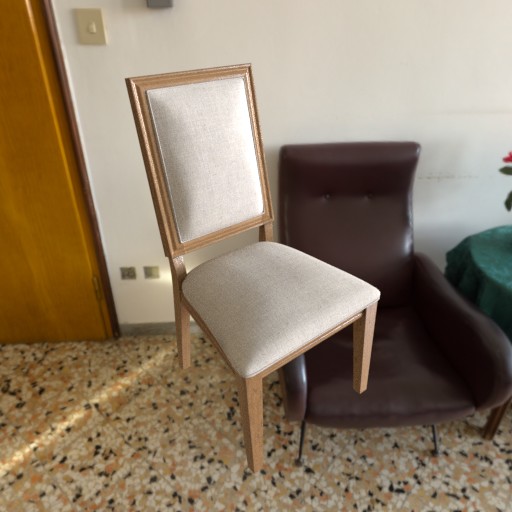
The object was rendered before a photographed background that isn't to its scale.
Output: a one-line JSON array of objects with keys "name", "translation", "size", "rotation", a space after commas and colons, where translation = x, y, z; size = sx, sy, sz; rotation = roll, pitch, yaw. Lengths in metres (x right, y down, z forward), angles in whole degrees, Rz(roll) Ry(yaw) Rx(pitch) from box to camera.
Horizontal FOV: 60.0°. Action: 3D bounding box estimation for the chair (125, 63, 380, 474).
[{"name": "chair", "translation": [0.000, 0.000, 1.344], "size": [0.536, 0.988, 0.601], "rotation": [-23, 38, -32]}]
